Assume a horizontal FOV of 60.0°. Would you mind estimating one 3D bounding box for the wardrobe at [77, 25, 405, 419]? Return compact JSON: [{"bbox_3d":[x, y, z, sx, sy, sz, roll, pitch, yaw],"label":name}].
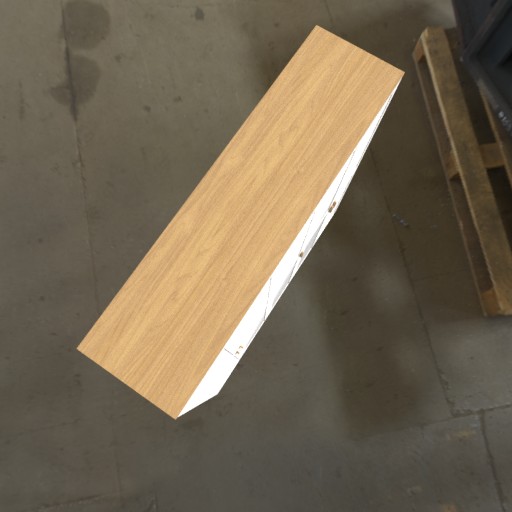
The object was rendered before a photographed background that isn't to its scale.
[{"bbox_3d":[0.000,0.000,3.350,0.590,2.260,2.160,32,78,8],"label":"wardrobe"}]
